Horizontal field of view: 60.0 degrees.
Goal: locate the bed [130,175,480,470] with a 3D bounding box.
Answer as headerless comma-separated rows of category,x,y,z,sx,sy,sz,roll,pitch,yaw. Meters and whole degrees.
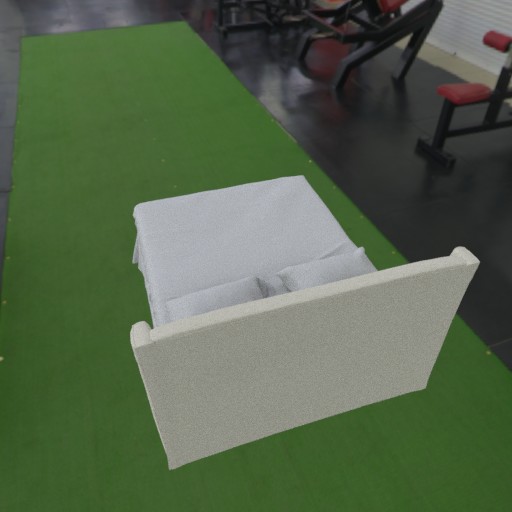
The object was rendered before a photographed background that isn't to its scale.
bed,0.000,0.000,3.459,1.925,1.332,2.276,-12,43,-13
